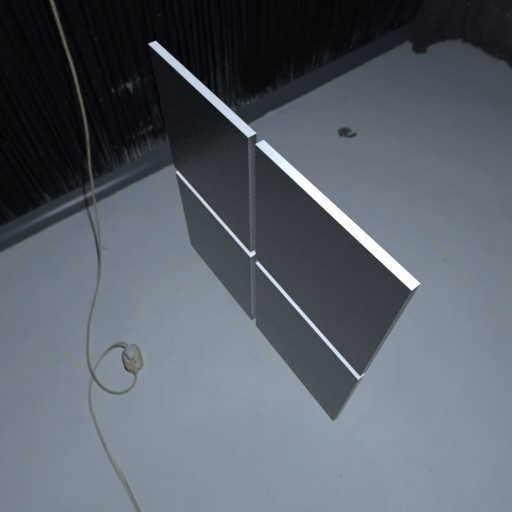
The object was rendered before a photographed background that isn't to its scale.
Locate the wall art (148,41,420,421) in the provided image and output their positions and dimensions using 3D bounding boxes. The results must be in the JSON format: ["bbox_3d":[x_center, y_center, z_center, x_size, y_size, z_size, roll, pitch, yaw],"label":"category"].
[{"bbox_3d":[0.000,0.000,1.636,0.029,1.118,1.118,-32,62,-19],"label":"wall art"}]
